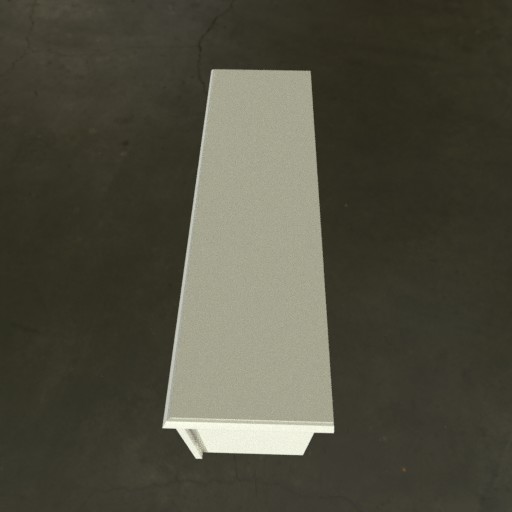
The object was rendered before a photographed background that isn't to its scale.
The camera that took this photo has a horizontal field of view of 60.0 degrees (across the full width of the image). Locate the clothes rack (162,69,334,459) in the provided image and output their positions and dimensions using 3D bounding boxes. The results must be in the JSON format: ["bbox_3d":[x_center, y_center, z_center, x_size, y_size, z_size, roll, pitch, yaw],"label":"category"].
[{"bbox_3d":[0.000,0.000,1.355,0.324,0.531,1.120,1,57,1],"label":"clothes rack"}]
